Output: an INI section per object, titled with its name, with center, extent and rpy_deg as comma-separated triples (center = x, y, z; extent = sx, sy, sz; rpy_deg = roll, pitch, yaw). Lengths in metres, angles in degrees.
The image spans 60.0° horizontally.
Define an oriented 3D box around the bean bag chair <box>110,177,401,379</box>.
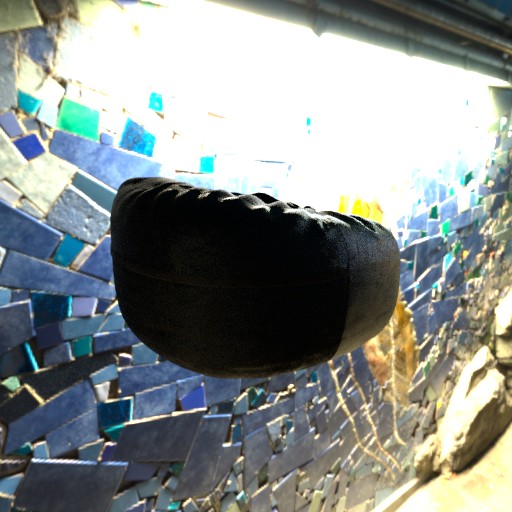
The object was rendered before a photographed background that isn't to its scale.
[bean bag chair]
center = 0.000, 0.000, 2.460
extent = 1.524, 0.878, 1.524
rpy_deg = -7, 15, -26
